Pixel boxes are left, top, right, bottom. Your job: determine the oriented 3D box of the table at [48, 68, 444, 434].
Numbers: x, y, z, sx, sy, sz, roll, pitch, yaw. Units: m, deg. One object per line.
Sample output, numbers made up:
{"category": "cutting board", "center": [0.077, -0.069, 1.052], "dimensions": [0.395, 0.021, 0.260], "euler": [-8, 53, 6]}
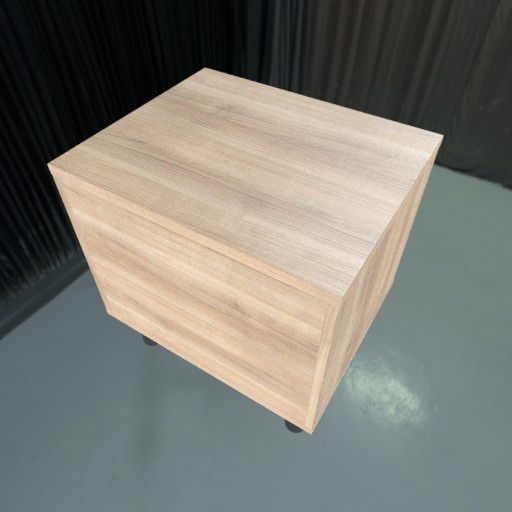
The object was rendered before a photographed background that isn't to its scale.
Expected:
{"category": "table", "center": [0.000, 0.000, 0.810], "dimensions": [0.445, 0.460, 0.380], "euler": [24, 51, 21]}
